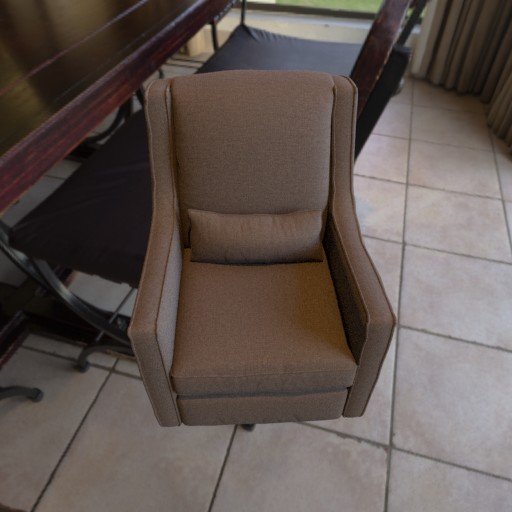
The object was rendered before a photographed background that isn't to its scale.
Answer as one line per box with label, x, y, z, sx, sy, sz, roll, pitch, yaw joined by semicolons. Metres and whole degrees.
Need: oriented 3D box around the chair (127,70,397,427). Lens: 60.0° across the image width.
chair;0.000;0.000;1.554;0.732;0.993;0.879;-2;45;-2
